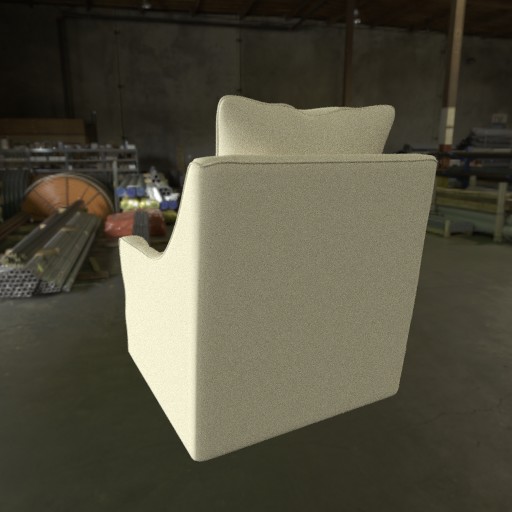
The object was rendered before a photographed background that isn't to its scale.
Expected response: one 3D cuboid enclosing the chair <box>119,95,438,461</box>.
[{"bbox_3d":[0.000,0.000,1.540,0.756,0.965,0.876,-7,15,-28],"label":"chair"}]
